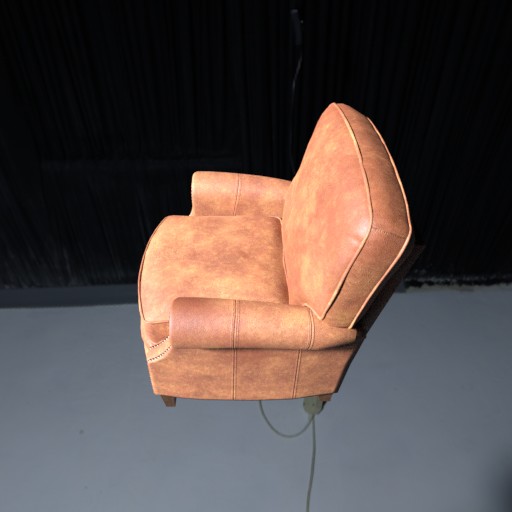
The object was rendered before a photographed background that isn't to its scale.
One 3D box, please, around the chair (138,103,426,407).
[{"bbox_3d":[0.000,0.000,1.765,0.986,1.018,0.936,-1,42,-1],"label":"chair"}]
